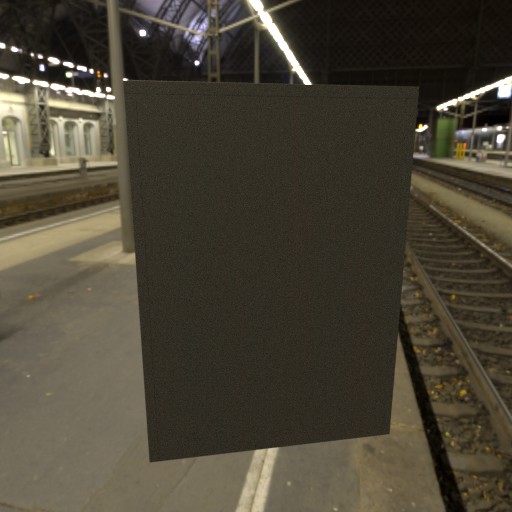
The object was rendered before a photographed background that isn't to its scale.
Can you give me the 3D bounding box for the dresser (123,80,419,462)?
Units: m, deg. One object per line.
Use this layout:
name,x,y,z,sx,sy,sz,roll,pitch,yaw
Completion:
dresser,0.000,0.000,0.827,0.400,0.560,0.360,-2,14,-10
